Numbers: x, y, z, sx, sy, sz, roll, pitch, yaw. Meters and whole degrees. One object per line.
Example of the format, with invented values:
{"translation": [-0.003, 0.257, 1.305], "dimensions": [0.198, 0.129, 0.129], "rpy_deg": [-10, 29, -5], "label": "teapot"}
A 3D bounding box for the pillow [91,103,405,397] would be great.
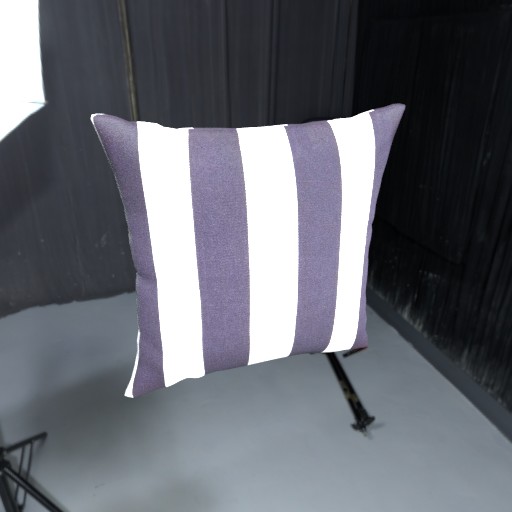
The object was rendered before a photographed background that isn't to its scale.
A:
{"translation": [0.000, 0.000, 0.822], "dimensions": [0.536, 0.526, 0.189], "rpy_deg": [-8, 27, -16], "label": "pillow"}
